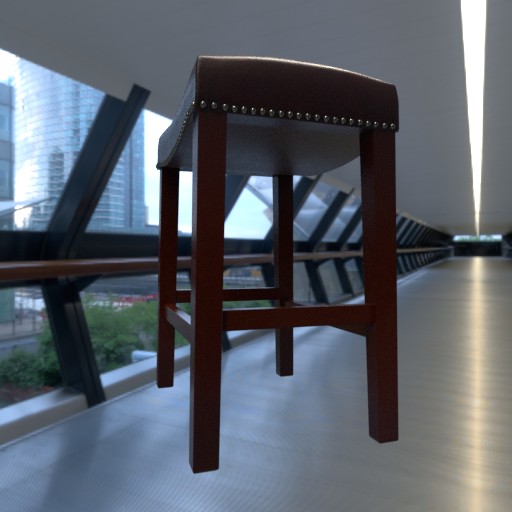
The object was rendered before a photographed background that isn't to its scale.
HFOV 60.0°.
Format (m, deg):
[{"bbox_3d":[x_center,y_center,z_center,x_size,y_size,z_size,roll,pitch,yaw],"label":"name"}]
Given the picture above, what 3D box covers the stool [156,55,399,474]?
[{"bbox_3d":[0.000,0.000,0.953,0.372,0.657,0.504,0,0,-19],"label":"stool"}]
